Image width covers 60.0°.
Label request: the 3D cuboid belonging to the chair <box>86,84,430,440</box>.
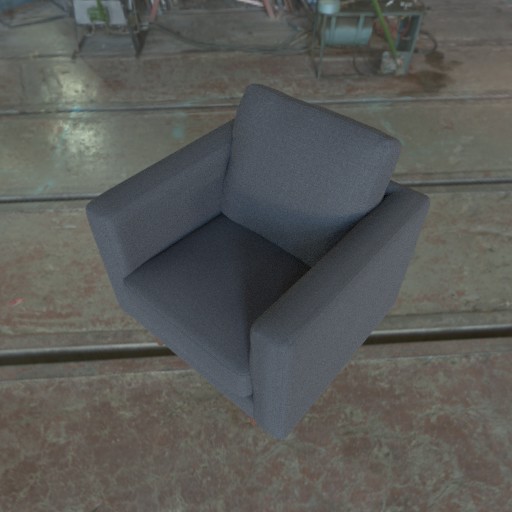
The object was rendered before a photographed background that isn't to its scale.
[{"bbox_3d":[0.000,0.000,1.591,0.854,0.927,0.800,32,54,27],"label":"chair"}]
